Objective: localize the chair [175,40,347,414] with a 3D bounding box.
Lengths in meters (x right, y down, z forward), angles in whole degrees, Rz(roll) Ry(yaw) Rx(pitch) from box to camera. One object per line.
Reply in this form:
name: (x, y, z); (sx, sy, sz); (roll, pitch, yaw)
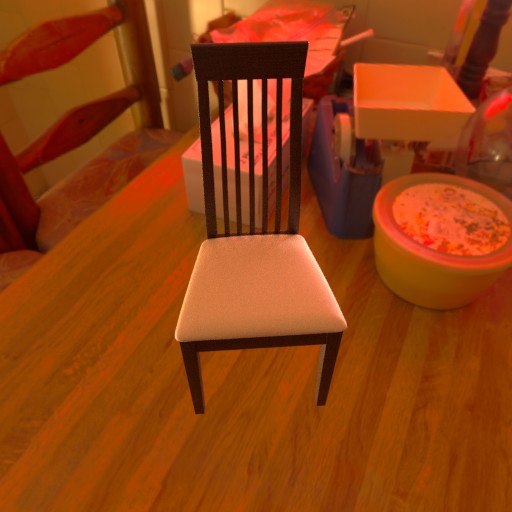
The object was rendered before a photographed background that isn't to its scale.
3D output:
chair: (0.000, 0.000, 1.291); (0.460, 1.027, 0.474); (-3, 46, -3)
